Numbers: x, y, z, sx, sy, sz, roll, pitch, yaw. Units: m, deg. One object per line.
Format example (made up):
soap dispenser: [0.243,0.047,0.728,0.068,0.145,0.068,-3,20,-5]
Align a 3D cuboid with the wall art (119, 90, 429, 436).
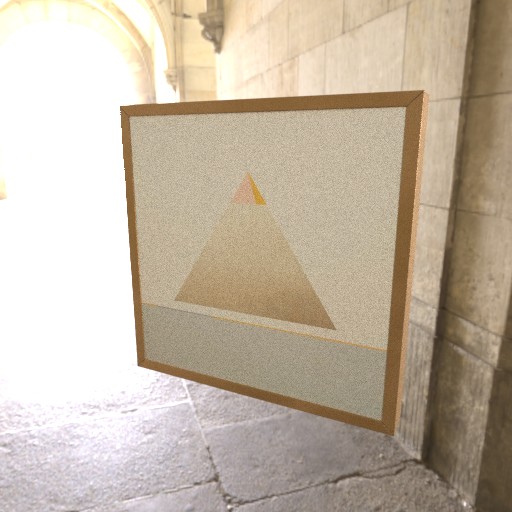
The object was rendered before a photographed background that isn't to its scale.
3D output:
wall art: [0.000,0.000,0.457,0.305,0.303,0.038,7,16,25]
